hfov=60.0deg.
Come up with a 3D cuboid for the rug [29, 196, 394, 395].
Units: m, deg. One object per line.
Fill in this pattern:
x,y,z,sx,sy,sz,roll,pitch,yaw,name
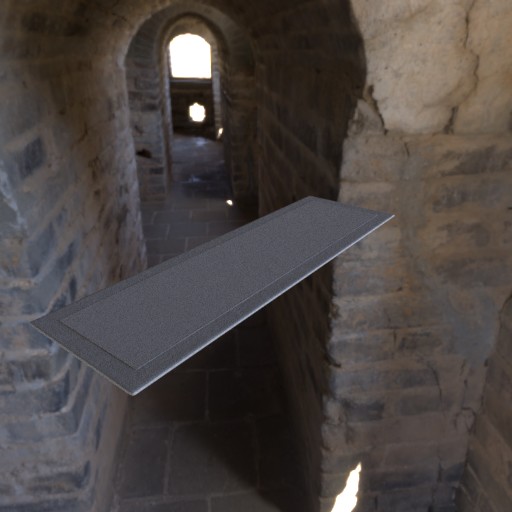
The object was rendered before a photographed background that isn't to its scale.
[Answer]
0.000,0.000,2.693,0.759,0.012,2.430,19,31,34,rug
